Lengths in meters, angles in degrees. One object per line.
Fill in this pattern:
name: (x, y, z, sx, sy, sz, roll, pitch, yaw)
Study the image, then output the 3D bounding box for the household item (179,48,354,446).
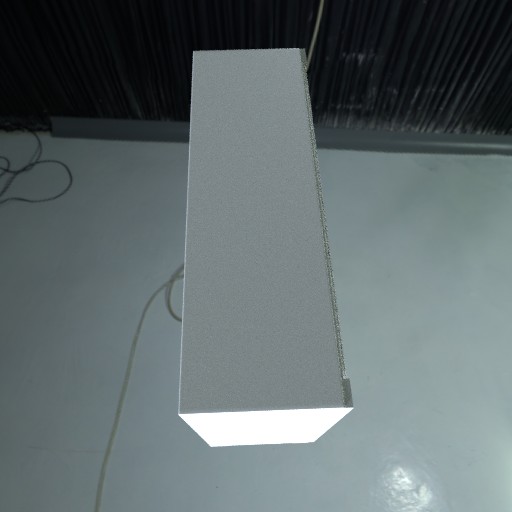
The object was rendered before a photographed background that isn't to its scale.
household item: (0.000, 0.000, 1.748, 0.420, 0.867, 1.300, -2, 62, -1)
